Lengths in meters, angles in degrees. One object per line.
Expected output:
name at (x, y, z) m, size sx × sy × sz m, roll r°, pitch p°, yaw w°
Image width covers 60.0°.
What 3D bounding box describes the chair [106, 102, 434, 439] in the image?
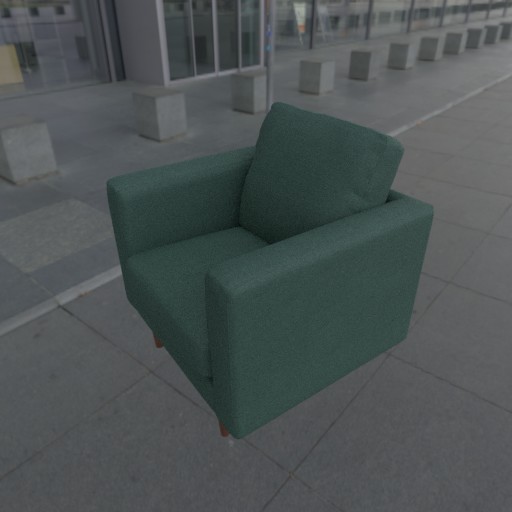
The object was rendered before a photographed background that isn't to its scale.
chair at (0.000, 0.000, 1.595) m, size 0.800 × 0.927 × 0.855 m, roll -20°, pitch 37°, yaw -29°
